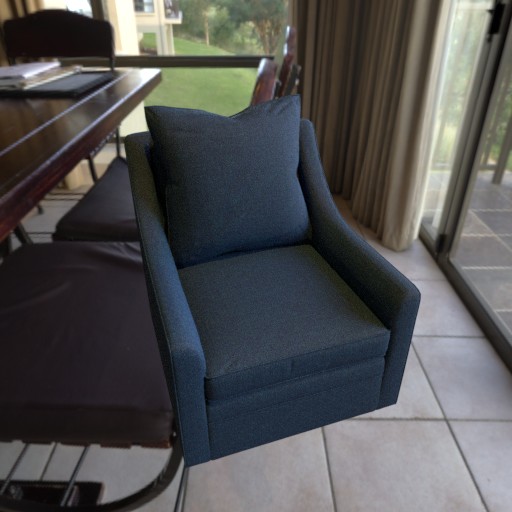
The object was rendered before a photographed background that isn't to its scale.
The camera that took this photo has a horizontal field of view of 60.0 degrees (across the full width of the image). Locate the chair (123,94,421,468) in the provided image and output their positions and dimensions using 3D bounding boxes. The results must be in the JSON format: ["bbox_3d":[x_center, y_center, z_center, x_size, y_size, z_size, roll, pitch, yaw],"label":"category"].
[{"bbox_3d":[0.000,0.000,1.570,0.750,0.939,0.870,-10,33,-16],"label":"chair"}]
